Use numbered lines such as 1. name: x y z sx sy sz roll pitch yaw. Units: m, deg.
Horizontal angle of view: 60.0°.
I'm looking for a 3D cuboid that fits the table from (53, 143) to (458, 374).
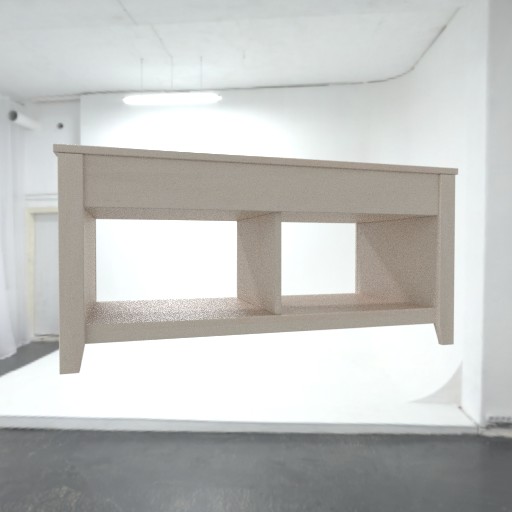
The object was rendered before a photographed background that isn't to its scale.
1. table: 0.000 0.000 1.287 1.016 0.483 0.457 0 1 -17
